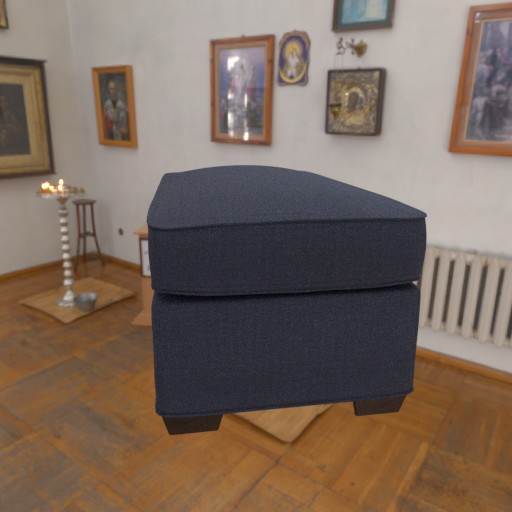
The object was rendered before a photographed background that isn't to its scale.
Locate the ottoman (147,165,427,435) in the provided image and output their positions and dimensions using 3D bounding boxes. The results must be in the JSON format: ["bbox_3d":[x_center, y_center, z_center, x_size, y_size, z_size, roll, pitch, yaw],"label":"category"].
[{"bbox_3d":[0.000,0.000,1.191,0.505,0.453,0.895,-2,16,-9],"label":"ottoman"}]
